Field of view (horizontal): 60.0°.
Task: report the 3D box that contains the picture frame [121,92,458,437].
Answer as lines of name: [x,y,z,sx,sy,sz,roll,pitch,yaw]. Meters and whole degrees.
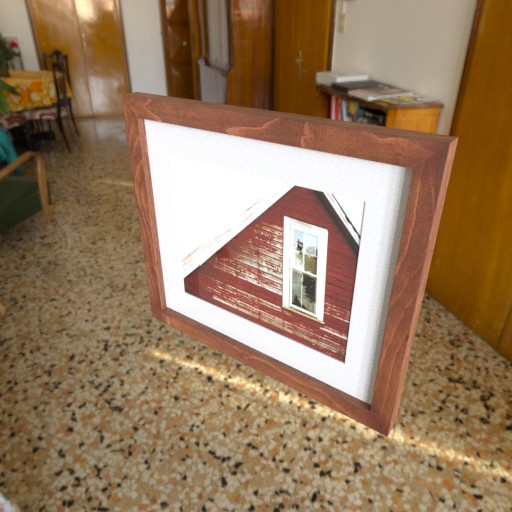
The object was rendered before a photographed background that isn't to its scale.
picture frame: [0.000,0.000,0.523,0.381,0.330,0.025,19,34,31]
